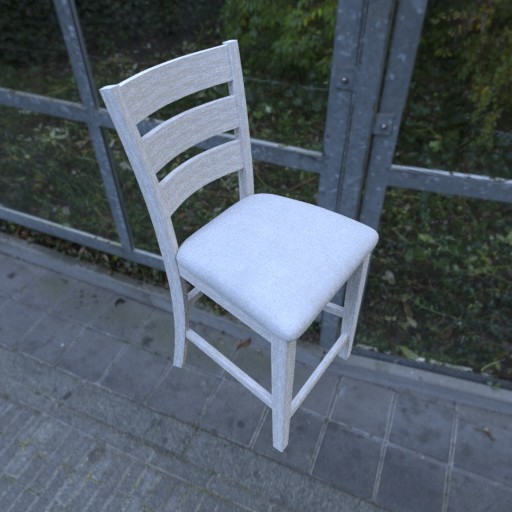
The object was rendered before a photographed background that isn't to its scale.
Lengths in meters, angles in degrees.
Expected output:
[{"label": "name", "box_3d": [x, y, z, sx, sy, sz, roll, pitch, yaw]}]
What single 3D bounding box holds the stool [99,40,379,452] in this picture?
[{"label": "stool", "box_3d": [0.000, 0.000, 1.311, 0.569, 1.032, 0.484, 26, 47, 26]}]
